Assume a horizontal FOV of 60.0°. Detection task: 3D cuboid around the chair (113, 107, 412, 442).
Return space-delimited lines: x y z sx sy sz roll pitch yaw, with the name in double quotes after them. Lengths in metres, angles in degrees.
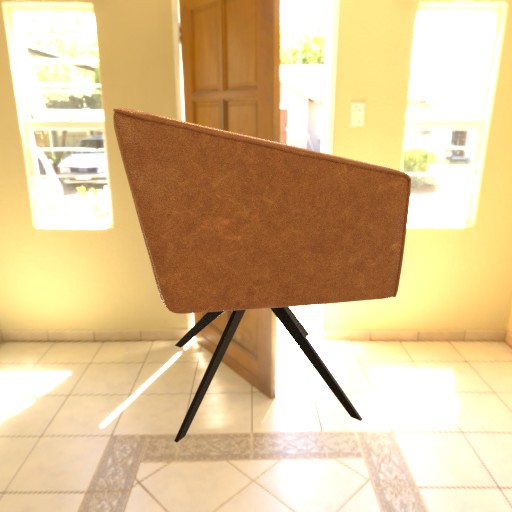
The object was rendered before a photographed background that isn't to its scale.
0.000 0.000 1.219 0.625 0.760 0.588 -3 17 -9 "chair"
